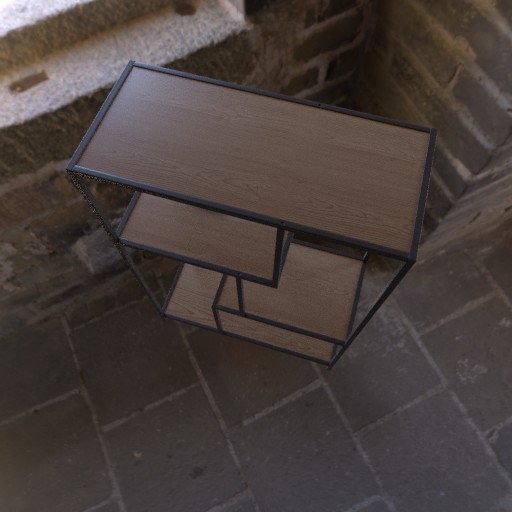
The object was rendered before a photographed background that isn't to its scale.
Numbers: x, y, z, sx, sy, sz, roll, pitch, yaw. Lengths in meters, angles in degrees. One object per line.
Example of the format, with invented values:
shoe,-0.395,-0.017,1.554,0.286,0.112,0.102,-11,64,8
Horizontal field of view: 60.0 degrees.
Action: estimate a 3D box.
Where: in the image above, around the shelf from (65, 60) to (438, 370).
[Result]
shelf,0.000,0.000,1.512,0.770,1.138,0.350,15,66,7
